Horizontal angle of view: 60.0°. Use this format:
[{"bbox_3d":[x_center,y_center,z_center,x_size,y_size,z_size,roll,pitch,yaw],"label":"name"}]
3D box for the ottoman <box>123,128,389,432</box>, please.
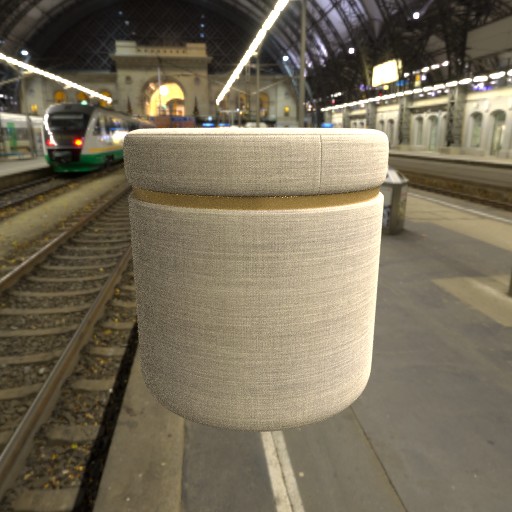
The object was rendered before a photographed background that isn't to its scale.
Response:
[{"bbox_3d":[0.000,0.000,0.740,0.400,0.406,0.400,0,15,0],"label":"ottoman"}]
